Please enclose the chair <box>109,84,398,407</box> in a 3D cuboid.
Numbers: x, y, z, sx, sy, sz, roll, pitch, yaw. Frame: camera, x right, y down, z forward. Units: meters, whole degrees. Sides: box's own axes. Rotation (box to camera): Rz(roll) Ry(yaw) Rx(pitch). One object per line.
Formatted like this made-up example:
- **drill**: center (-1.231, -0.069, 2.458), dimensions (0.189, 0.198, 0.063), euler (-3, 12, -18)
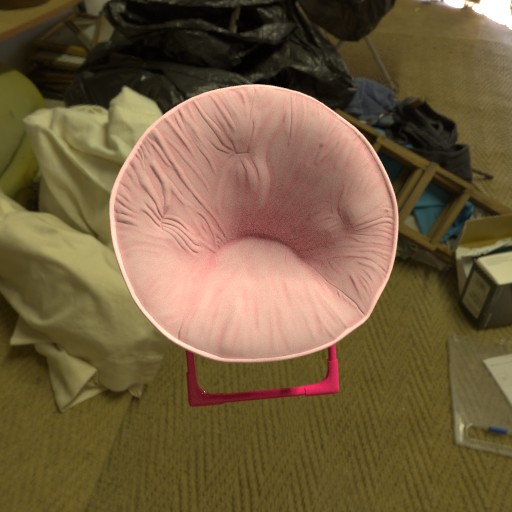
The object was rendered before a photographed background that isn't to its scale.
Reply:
- **chair**: center (0.000, 0.000, 0.884), dimensions (0.522, 0.494, 0.459), euler (-4, 47, -4)
